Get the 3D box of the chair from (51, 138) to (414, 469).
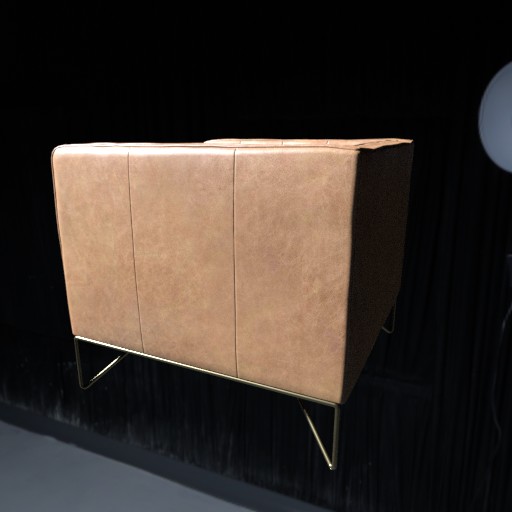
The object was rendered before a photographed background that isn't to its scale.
[{"bbox_3d":[0.000,0.000,1.568,0.912,0.797,0.920,7,17,25],"label":"chair"}]
